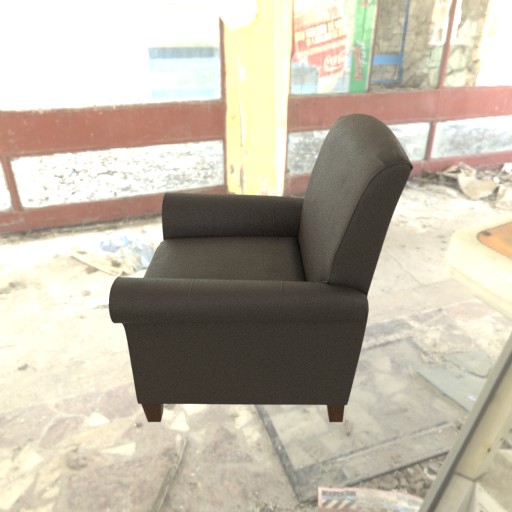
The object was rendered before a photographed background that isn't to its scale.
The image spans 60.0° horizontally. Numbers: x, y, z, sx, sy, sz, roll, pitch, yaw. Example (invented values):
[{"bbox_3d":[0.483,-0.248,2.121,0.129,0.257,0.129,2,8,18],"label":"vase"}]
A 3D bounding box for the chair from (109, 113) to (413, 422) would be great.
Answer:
[{"bbox_3d":[0.000,0.000,1.769,0.902,1.061,0.978,0,26,0],"label":"chair"}]
